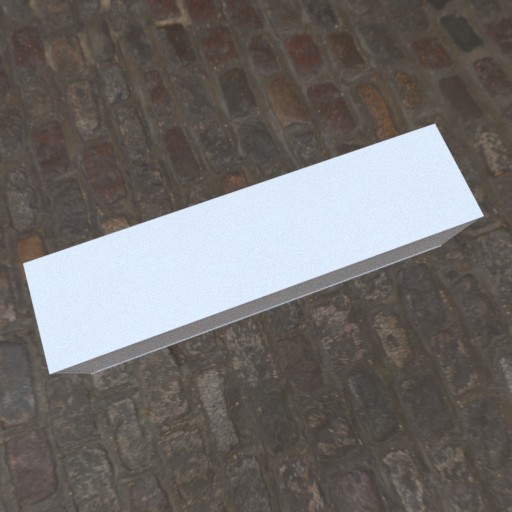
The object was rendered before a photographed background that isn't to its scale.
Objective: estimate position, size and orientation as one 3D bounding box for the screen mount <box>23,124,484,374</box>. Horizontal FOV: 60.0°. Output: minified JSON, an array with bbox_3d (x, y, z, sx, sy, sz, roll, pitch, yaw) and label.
[{"bbox_3d":[0.000,0.000,1.830,1.600,0.520,0.418,-20,76,-5],"label":"screen mount"}]
